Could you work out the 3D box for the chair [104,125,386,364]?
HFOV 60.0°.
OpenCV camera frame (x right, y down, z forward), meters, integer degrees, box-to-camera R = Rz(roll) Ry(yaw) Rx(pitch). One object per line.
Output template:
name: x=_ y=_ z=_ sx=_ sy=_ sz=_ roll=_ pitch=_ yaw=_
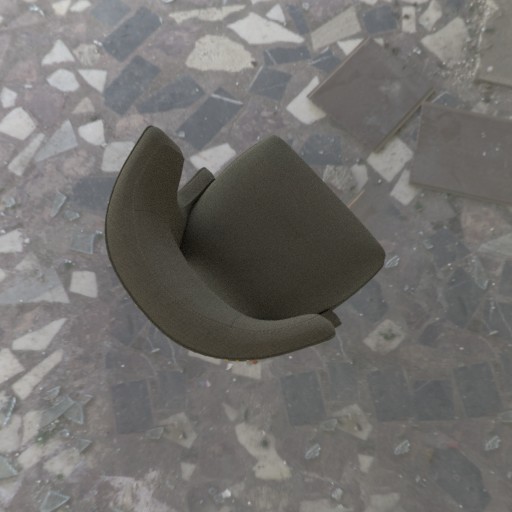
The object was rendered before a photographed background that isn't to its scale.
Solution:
chair: x=0.000 y=0.000 z=1.264 sx=0.581 sy=0.863 sz=0.595 roll=-39 pitch=80 yaw=-8
